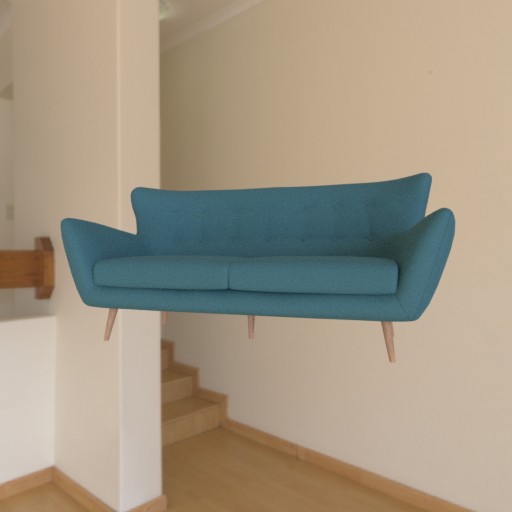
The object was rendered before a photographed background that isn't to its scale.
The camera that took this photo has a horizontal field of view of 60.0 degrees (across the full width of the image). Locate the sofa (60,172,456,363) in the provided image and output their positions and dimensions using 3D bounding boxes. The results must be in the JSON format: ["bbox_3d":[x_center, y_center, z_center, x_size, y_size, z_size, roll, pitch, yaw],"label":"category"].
[{"bbox_3d":[0.000,0.000,2.429,1.930,0.890,0.889,0,1,18],"label":"sofa"}]
